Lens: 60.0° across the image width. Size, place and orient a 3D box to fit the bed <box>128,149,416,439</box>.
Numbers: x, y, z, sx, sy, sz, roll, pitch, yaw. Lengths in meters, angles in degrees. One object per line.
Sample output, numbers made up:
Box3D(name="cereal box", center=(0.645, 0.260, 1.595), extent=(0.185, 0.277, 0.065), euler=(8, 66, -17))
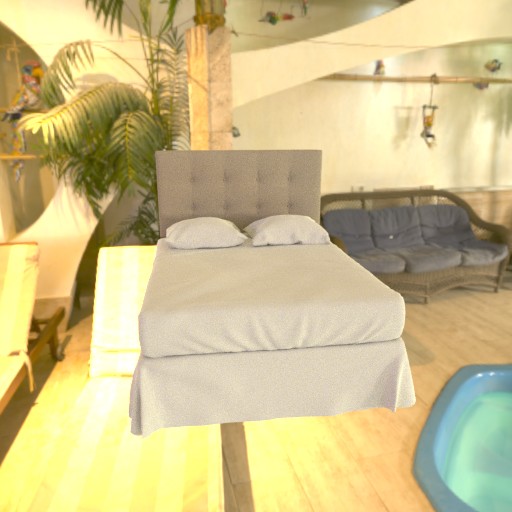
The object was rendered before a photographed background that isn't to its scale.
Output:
Box3D(name="bed", center=(0.000, 0.000, 3.564), extent=(1.936, 1.577, 2.222), euler=(-2, 16, -8))
